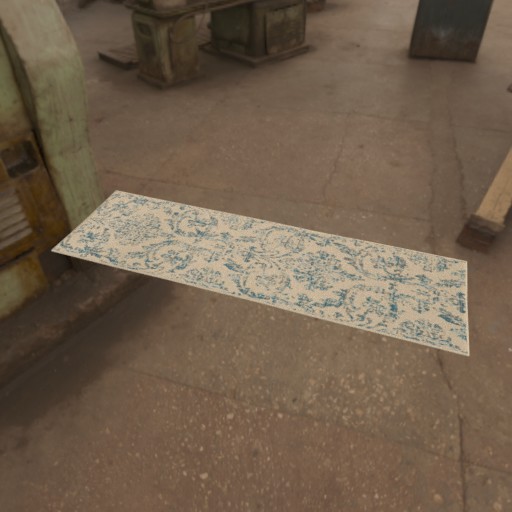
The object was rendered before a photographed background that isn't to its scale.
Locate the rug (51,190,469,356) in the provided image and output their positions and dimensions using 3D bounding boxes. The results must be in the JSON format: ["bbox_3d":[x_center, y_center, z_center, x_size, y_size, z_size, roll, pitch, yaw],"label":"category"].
[{"bbox_3d":[0.000,0.000,2.441,2.196,0.011,0.662,13,42,14],"label":"rug"}]
